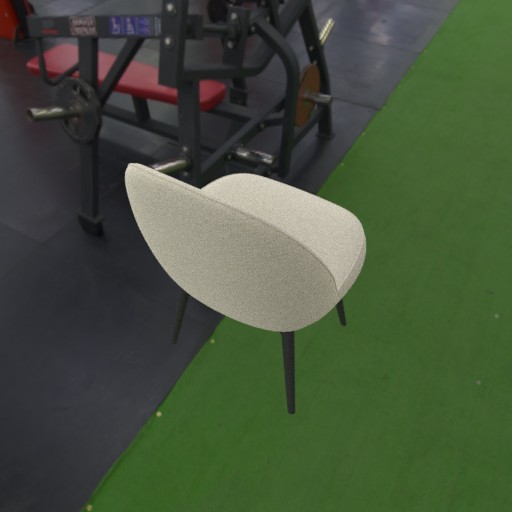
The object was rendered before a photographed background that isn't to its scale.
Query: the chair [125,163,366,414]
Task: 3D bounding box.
[{"bbox_3d":[0.000,0.000,1.208,0.532,0.838,0.540,25,53,21],"label":"chair"}]
